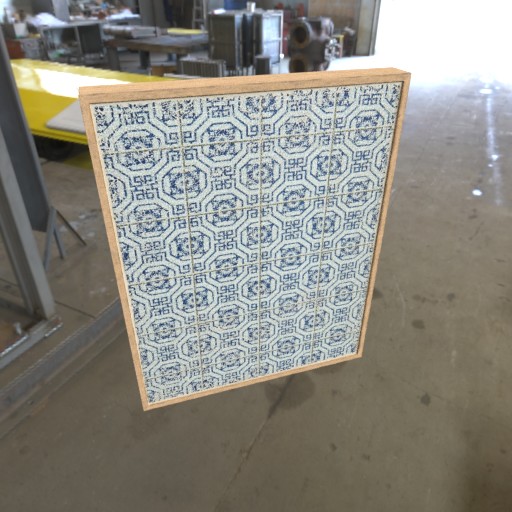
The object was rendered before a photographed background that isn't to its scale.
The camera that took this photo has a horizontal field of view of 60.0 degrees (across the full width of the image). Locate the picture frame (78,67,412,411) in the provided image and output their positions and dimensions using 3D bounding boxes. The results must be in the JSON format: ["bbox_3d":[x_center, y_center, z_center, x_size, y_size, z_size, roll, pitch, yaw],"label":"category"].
[{"bbox_3d":[0.000,0.000,0.696,0.421,0.526,0.046,-10,34,-15],"label":"picture frame"}]
